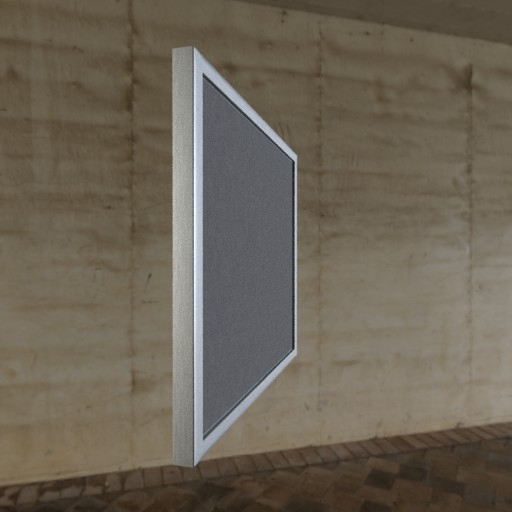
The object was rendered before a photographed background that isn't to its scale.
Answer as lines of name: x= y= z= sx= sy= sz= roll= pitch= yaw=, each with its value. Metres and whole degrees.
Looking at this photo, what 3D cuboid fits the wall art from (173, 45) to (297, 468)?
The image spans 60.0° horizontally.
wall art: x=0.000 y=0.000 z=0.748 sx=0.028 sy=0.457 sz=0.556 roll=0 pitch=0 yaw=17
